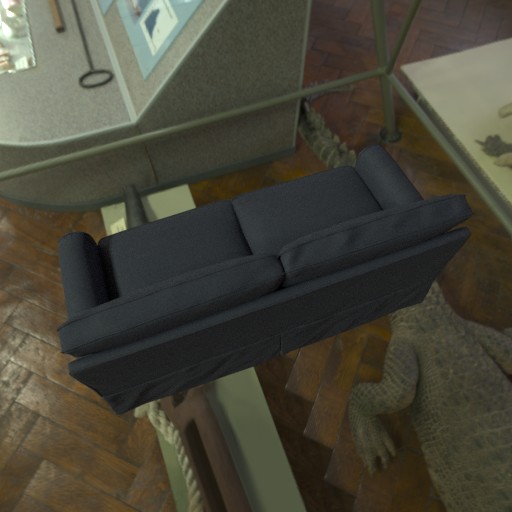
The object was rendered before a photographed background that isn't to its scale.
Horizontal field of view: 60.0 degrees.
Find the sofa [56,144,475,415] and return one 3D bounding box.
[{"bbox_3d":[0.000,0.000,2.736,2.256,1.094,0.983,-18,61,-10],"label":"sofa"}]
